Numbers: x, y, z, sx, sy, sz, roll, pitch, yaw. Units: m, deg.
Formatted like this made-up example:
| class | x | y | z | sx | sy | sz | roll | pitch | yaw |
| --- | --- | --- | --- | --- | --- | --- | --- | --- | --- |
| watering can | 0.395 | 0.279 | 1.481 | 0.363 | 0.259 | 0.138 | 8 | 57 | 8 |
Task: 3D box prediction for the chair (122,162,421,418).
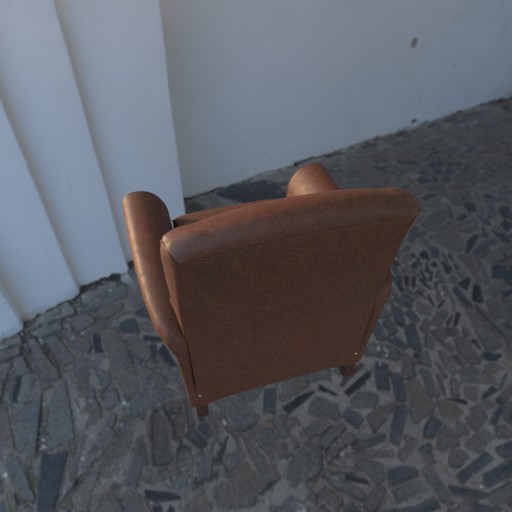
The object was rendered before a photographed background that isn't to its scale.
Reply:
| class | x | y | z | sx | sy | sz | roll | pitch | yaw |
| --- | --- | --- | --- | --- | --- | --- | --- | --- | --- |
| chair | 0.000 | 0.000 | 1.808 | 0.978 | 1.061 | 0.902 | -12 | 43 | -13 |
